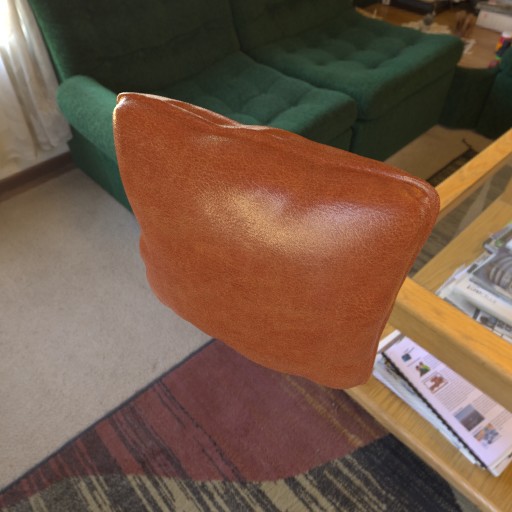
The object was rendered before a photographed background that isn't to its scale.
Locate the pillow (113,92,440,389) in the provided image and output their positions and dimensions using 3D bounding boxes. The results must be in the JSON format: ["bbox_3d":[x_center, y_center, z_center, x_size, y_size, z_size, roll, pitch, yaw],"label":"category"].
[{"bbox_3d":[0.000,0.000,0.806,0.532,0.523,0.236,22,50,20],"label":"pillow"}]
